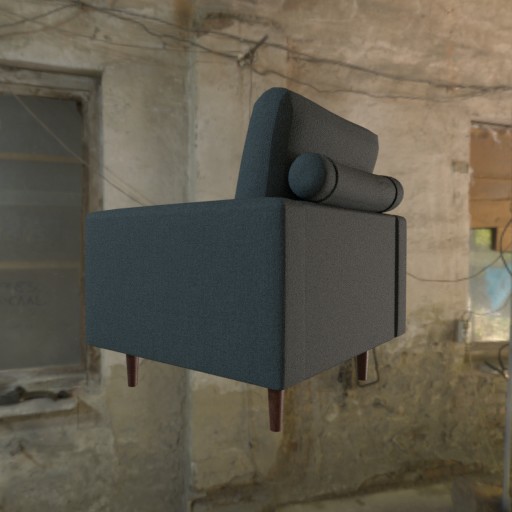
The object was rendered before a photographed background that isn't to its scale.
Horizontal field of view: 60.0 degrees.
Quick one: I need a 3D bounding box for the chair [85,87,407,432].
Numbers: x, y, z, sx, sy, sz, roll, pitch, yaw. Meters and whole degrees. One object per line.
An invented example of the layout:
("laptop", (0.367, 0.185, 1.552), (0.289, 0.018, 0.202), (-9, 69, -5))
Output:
("chair", (0.000, 0.000, 1.518), (0.843, 0.880, 0.821), (1, 2, 37))
